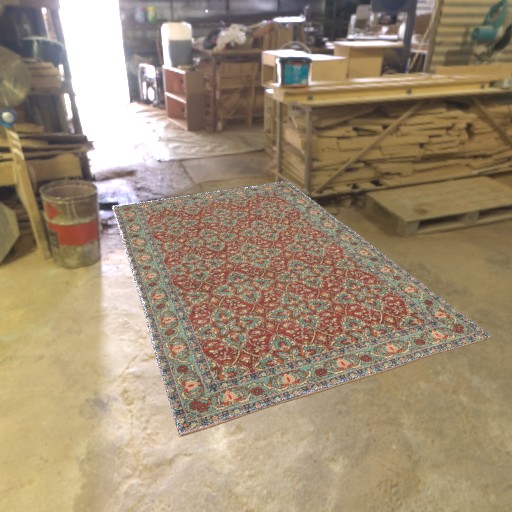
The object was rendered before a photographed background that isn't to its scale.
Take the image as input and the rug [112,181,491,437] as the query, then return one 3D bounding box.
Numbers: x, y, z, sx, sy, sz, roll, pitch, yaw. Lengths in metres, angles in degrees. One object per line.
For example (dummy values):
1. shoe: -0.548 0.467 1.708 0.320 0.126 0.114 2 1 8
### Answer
1. rug: 0.000 0.000 2.233 1.219 0.009 1.829 -11 32 -19
